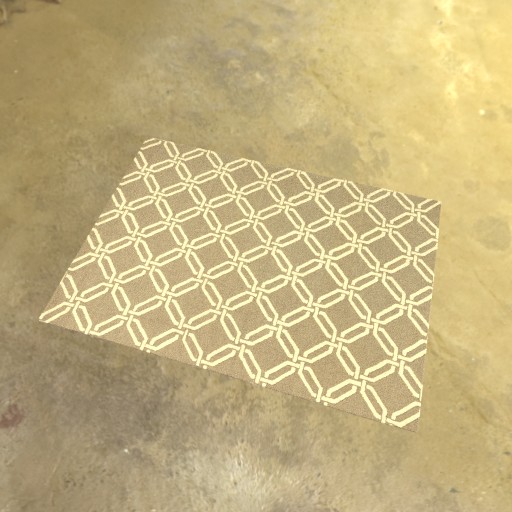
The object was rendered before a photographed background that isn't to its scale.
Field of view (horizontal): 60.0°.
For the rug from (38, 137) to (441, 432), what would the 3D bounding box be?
[{"bbox_3d":[0.000,0.000,4.384,3.419,0.020,2.441,14,60,9],"label":"rug"}]
